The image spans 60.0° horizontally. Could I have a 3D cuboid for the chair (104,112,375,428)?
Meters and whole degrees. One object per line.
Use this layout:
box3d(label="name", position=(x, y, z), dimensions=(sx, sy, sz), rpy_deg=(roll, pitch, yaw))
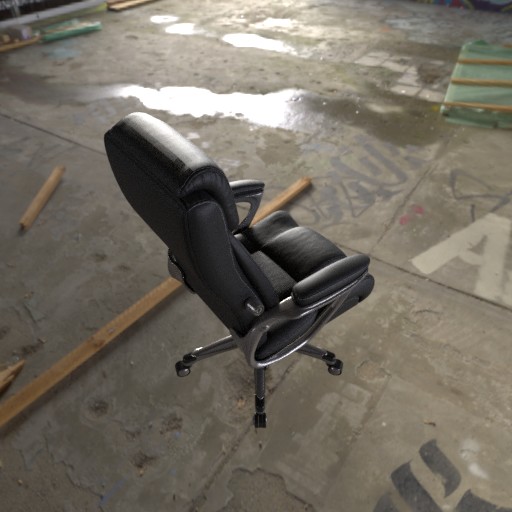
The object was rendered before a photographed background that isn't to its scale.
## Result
box3d(label="chair", position=(0.000, 0.000, 1.662), dimensions=(0.784, 1.167, 0.741), rpy_deg=(-26, 48, -27))
